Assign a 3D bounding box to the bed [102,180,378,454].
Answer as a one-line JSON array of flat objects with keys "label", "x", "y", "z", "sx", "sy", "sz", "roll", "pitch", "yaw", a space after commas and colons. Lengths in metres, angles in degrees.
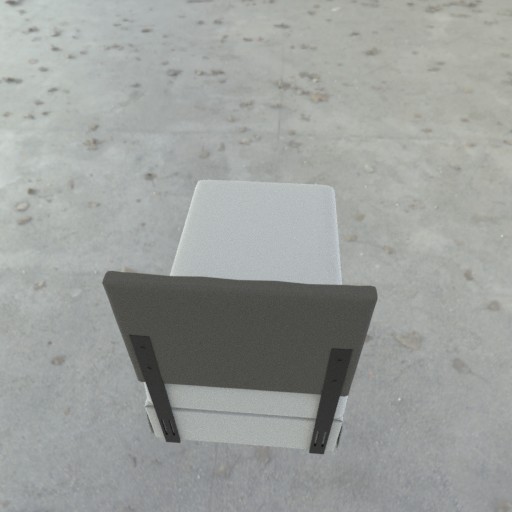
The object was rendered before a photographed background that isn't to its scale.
[{"label": "bed", "x": 0.000, "y": 0.000, "z": 3.035, "sx": 1.261, "sy": 1.571, "sz": 1.997, "roll": 3, "pitch": 45, "yaw": 3}]
